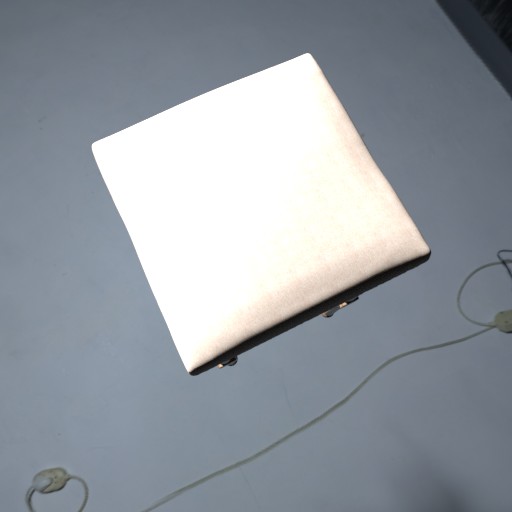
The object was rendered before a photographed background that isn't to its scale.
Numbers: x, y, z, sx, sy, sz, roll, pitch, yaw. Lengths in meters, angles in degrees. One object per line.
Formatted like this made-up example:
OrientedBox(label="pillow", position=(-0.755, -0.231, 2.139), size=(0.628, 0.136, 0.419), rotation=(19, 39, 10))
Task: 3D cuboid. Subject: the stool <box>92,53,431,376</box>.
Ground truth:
OrientedBox(label="stool", position=(0.000, 0.000, 0.973), size=(0.383, 0.768, 0.382), rotation=(-25, 77, -6))
